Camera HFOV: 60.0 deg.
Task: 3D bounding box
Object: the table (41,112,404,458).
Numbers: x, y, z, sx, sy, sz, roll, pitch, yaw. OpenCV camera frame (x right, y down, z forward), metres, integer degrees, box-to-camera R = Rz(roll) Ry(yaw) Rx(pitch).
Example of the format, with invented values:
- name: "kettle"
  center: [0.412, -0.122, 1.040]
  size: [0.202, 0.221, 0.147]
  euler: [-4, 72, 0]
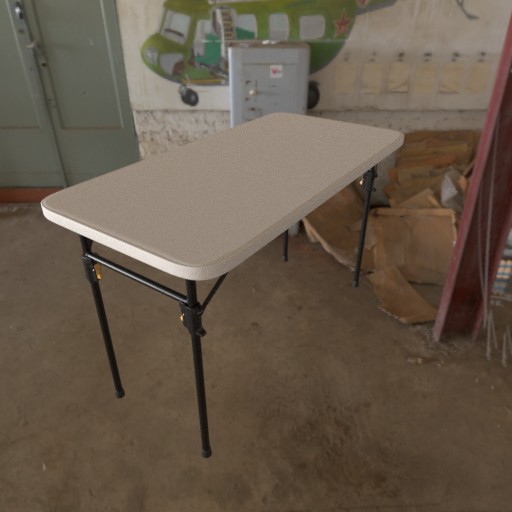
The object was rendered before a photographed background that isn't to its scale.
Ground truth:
- name: "table"
  center: [0.000, 0.000, 1.629]
  size: [0.610, 0.729, 1.219]
  euler: [20, 37, 29]
